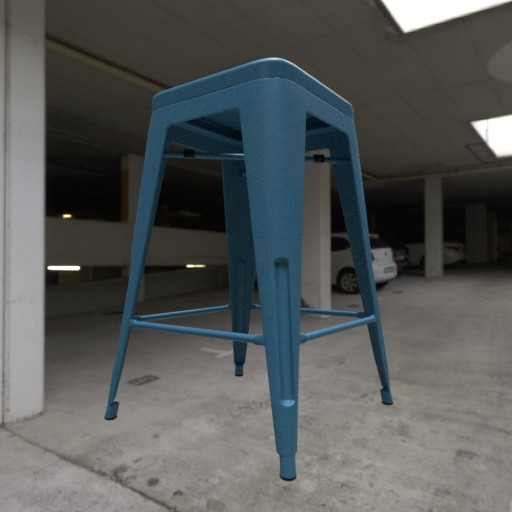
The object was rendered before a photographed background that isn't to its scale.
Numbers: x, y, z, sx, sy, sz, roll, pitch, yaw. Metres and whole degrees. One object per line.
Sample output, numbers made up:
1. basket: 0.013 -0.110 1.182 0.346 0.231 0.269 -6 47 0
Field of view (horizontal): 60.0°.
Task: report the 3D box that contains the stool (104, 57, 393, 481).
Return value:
1. stool: 0.000 0.000 0.871 0.410 0.608 0.410 -1 -1 36
